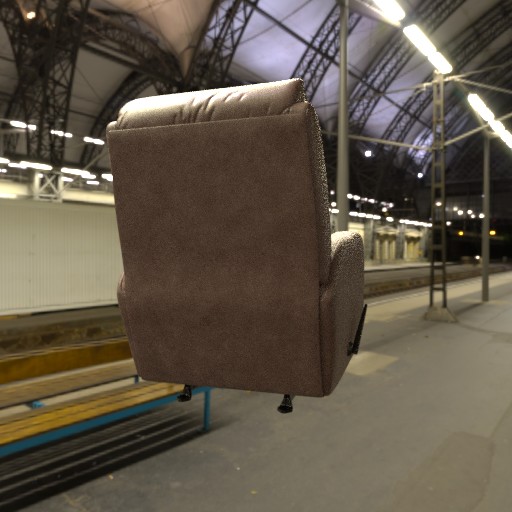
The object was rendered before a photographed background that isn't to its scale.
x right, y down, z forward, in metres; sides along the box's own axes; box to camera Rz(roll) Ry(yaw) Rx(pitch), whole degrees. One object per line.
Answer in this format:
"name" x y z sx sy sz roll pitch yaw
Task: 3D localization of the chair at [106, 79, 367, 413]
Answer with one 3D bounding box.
"chair" 0.000 0.000 1.818 0.865 1.067 1.067 0 1 17
